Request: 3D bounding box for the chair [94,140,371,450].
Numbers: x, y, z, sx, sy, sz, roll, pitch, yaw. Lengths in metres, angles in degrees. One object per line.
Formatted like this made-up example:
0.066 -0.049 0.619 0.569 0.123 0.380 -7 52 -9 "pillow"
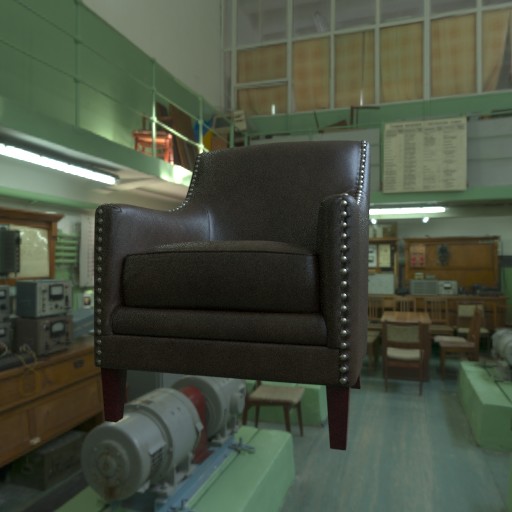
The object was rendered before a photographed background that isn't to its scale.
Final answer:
0.000 0.000 1.313 0.639 0.813 0.704 0 0 17 "chair"
